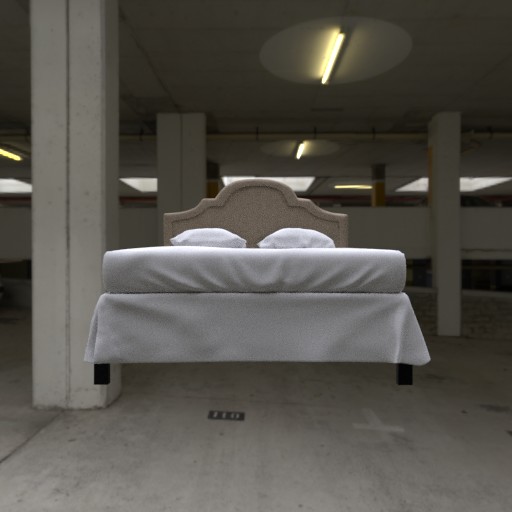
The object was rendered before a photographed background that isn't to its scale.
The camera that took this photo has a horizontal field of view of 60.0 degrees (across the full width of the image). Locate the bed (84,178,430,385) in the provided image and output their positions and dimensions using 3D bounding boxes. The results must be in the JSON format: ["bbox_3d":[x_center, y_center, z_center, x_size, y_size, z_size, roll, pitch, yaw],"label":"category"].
[{"bbox_3d":[0.000,0.000,3.818,2.303,1.631,2.222,0,1,0],"label":"bed"}]
